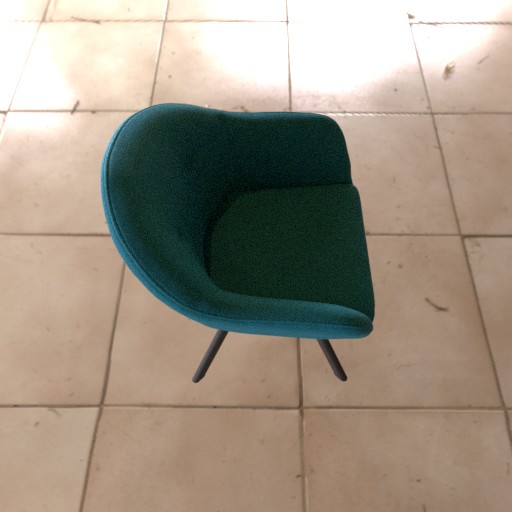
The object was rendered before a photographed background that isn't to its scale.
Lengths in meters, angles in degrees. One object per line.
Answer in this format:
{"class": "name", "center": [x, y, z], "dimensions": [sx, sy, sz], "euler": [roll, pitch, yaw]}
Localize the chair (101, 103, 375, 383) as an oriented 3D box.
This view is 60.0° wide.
{"class": "chair", "center": [0.000, 0.000, 1.145], "dimensions": [0.565, 0.775, 0.545], "euler": [0, 62, 0]}
